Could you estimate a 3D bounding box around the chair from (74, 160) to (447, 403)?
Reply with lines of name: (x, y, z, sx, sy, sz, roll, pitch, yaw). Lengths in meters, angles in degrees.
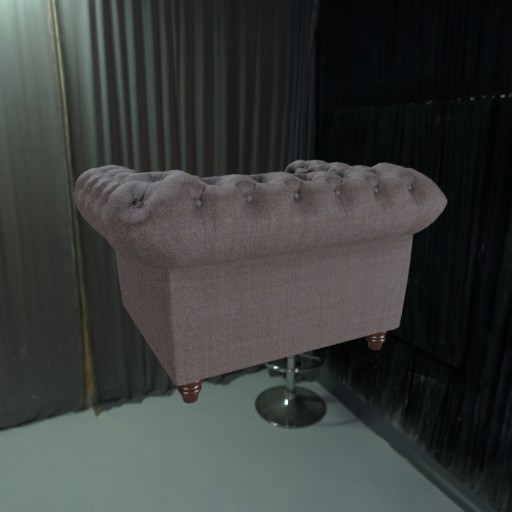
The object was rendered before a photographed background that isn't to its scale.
chair: (0.000, 0.000, 1.870, 1.298, 0.780, 0.945, -8, 17, -27)
